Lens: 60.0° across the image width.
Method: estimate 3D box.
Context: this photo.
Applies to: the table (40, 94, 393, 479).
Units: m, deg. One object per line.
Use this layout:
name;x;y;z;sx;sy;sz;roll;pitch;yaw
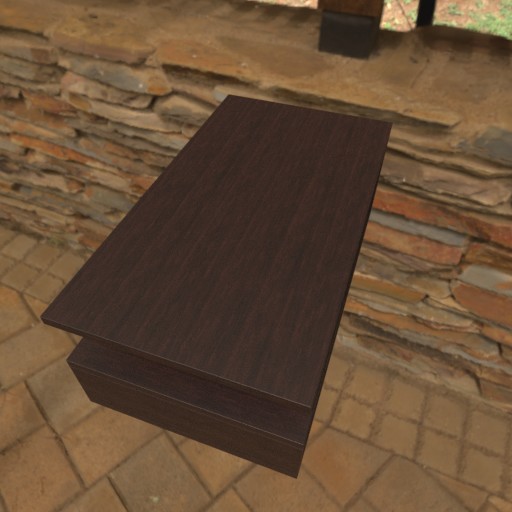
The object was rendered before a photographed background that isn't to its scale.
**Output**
table;0.000;0.000;1.369;0.590;0.460;1.050;15;48;13
